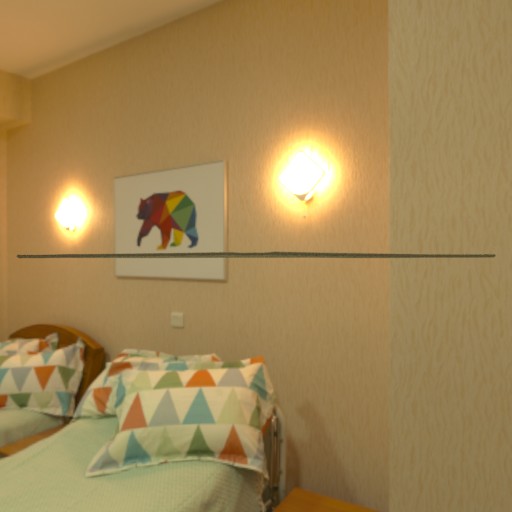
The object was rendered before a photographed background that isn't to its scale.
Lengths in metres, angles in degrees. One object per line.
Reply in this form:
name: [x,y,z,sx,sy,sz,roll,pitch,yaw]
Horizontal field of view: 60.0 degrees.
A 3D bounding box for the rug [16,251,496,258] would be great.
rug: [0.000,0.000,4.191,3.237,0.046,2.461,0,0,0]
